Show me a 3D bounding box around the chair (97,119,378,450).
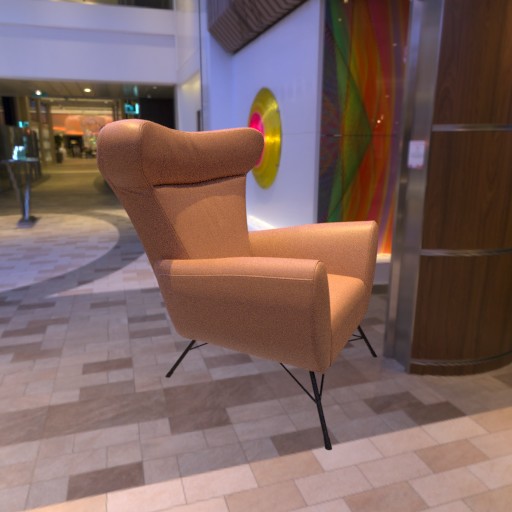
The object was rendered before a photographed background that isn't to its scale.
[{"bbox_3d":[0.000,0.000,1.821,0.900,1.050,0.980,7,16,25],"label":"chair"}]
